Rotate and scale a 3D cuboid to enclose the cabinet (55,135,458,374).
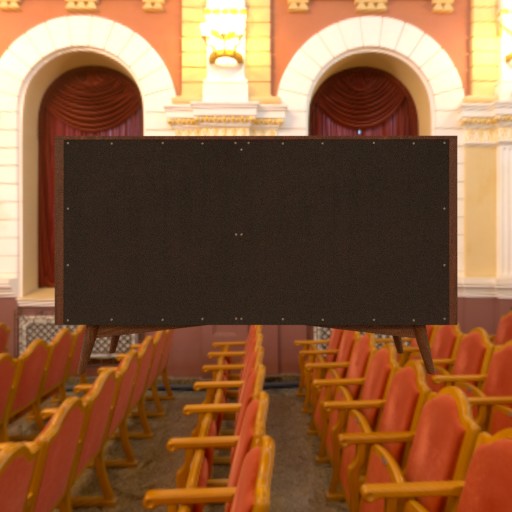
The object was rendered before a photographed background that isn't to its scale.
[{"bbox_3d":[0.000,0.000,1.985,1.575,0.940,0.505,0,0,0],"label":"cabinet"}]
